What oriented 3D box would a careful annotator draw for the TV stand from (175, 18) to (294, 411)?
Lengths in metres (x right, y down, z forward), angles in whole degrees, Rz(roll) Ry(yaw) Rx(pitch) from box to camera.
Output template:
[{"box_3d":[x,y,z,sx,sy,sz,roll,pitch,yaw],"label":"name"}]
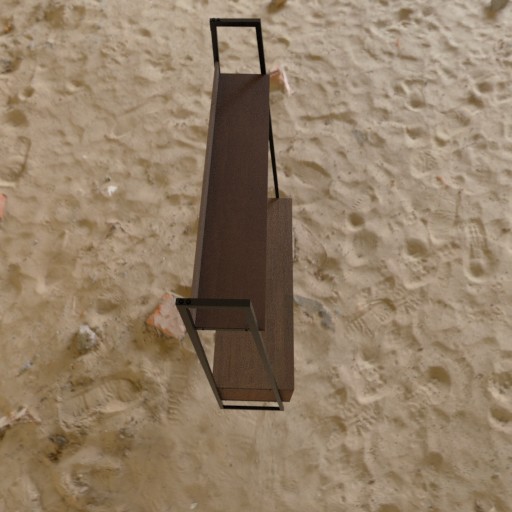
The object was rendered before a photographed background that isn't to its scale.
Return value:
[{"box_3d":[0.000,0.000,2.289,0.432,1.772,1.250,1,62,1],"label":"TV stand"}]
